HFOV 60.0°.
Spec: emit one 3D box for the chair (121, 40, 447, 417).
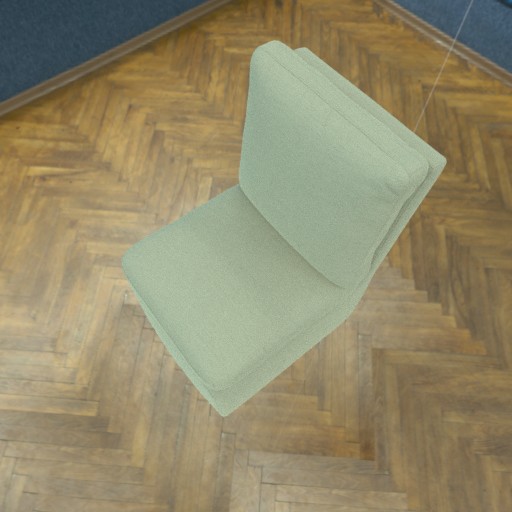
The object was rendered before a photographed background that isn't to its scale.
[{"bbox_3d":[0.000,0.000,1.285,0.698,0.927,0.503,-35,68,-17],"label":"chair"}]
